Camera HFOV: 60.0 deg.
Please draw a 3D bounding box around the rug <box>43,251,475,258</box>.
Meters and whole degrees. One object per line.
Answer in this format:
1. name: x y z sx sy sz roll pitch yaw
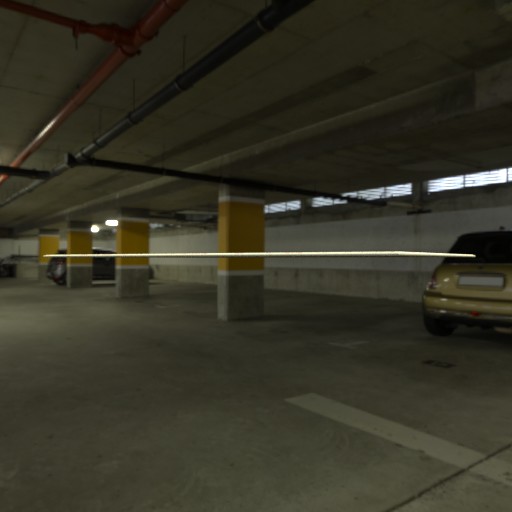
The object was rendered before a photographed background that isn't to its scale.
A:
1. rug: 0.000 0.000 3.373 2.746 0.018 1.819 0 0 35
